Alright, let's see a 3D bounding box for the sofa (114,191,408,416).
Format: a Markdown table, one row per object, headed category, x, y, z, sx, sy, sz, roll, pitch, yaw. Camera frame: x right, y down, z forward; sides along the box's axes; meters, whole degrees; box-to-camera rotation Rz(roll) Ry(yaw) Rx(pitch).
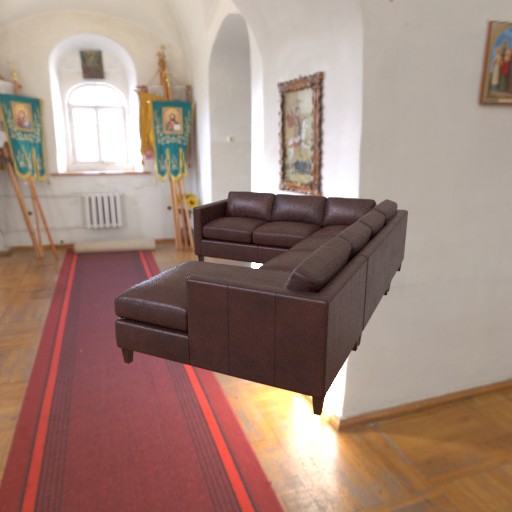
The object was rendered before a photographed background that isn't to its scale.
| category | x | y | z | sx | sy | sz | roll | pitch | yaw |
| --- | --- | --- | --- | --- | --- | --- | --- | --- | --- |
| sofa | 0.000 | 0.000 | 4.423 | 2.452 | 0.891 | 3.324 | 7 | 17 | 25 |
